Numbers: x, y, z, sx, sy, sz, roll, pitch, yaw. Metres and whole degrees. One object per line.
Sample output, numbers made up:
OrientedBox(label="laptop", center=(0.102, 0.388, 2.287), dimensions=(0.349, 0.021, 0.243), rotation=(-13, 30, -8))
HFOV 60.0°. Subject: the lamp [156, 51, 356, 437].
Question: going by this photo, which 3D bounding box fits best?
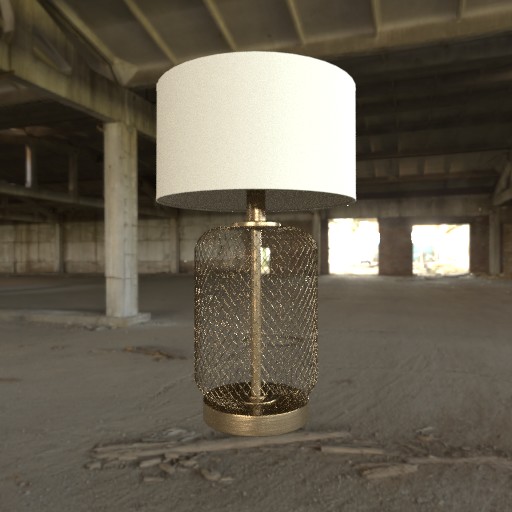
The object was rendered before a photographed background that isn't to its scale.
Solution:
OrientedBox(label="lamp", center=(0.000, 0.000, 0.802), dimensions=(0.353, 0.578, 0.353), rotation=(0, 0, 0))
